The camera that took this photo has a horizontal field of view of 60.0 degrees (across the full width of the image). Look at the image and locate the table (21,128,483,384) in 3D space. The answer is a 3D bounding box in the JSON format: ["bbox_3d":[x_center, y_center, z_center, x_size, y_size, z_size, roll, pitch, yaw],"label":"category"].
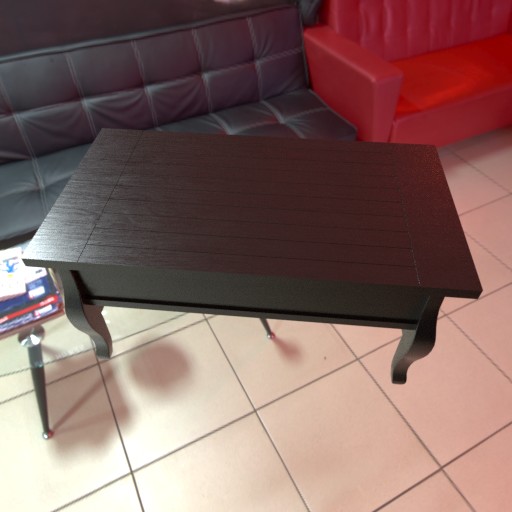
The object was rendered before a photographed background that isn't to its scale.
[{"bbox_3d":[0.000,0.000,1.391,1.062,0.494,0.600,4,47,4],"label":"table"}]
